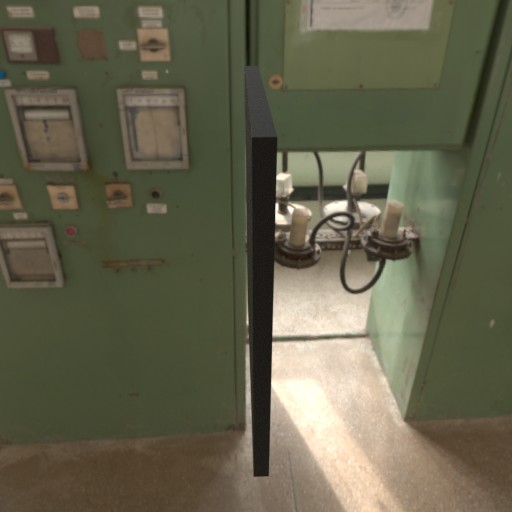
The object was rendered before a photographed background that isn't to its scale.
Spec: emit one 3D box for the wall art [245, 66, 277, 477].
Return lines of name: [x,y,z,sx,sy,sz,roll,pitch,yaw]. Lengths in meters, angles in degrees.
wall art: [0.000,0.000,0.708,0.023,0.505,0.428,-1,31,-2]
